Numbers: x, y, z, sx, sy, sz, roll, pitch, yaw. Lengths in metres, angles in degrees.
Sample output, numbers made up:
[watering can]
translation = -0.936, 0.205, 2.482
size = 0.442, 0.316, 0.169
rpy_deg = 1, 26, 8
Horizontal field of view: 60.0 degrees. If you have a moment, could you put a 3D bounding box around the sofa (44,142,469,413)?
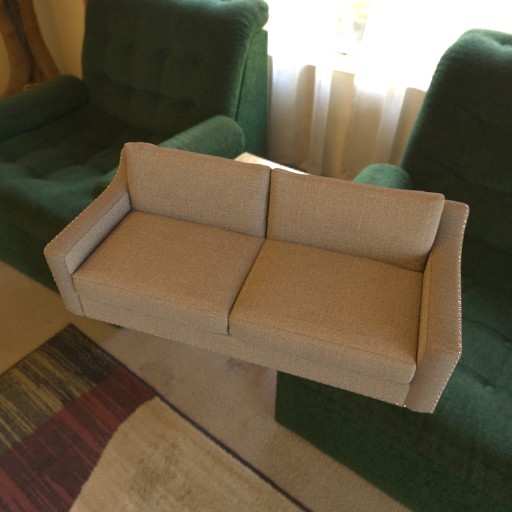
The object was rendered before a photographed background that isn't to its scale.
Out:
[sofa]
translation = 0.000, 0.000, 2.595
size = 2.208, 0.857, 1.000
rpy_deg = 13, 43, 14
